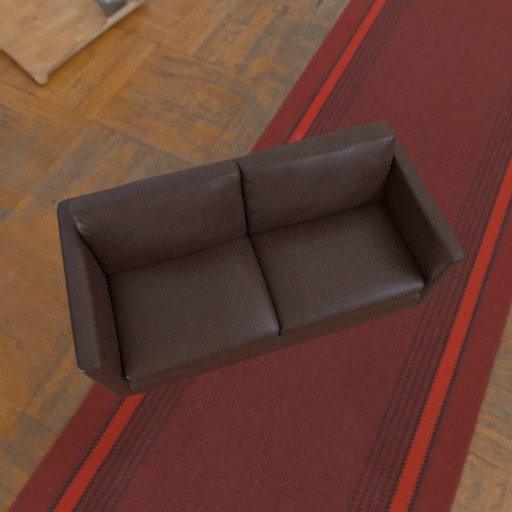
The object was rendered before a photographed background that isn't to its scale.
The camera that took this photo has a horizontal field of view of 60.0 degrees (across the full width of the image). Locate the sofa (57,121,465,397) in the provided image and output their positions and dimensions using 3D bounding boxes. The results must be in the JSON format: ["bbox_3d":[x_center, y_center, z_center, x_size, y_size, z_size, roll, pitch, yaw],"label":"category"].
[{"bbox_3d":[0.000,0.000,2.459,1.883,0.933,0.951,-16,64,-8],"label":"sofa"}]
